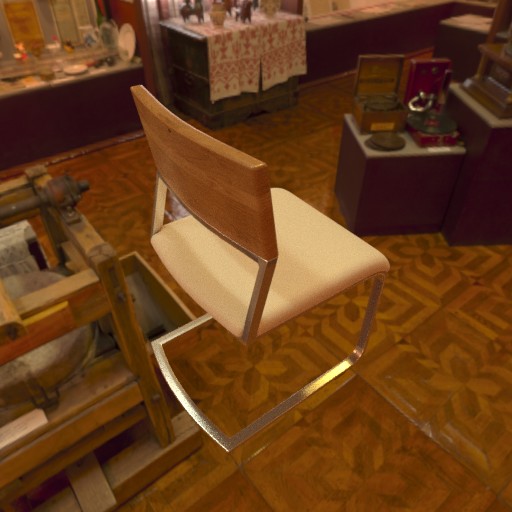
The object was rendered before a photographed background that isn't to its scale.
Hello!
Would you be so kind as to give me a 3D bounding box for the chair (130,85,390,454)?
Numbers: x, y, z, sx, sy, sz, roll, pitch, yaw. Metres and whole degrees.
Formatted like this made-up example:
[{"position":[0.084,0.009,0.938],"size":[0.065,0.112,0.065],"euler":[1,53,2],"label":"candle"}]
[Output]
[{"position":[0.000,0.000,1.190],"size":[0.585,0.844,0.467],"euler":[-25,46,-27],"label":"chair"}]
